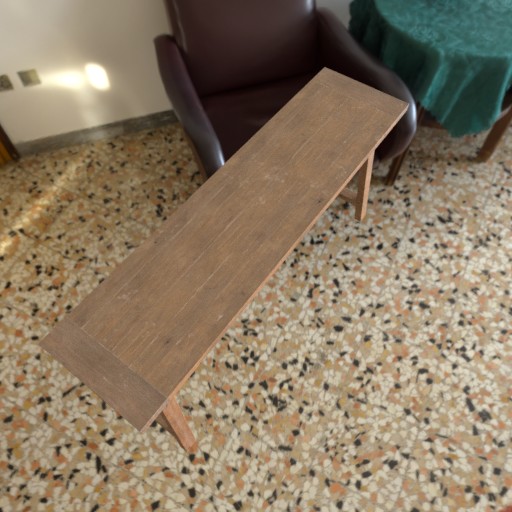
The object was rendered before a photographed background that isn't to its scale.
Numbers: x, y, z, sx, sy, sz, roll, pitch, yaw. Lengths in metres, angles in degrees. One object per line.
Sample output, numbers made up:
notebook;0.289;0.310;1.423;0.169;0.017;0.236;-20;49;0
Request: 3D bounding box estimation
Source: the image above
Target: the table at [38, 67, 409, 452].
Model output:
table;0.000;0.000;2.115;0.465;0.810;1.800;32;64;18
